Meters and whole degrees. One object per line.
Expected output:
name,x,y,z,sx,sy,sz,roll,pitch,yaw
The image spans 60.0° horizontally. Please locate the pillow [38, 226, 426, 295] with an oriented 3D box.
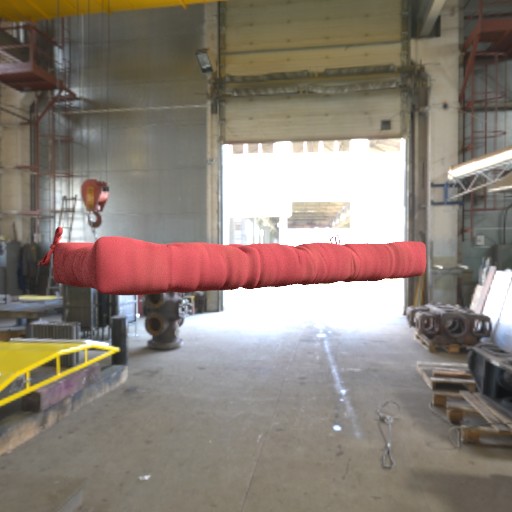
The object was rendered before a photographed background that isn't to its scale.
pillow,0.000,0.000,1.404,1.194,0.174,0.511,-1,1,-36
